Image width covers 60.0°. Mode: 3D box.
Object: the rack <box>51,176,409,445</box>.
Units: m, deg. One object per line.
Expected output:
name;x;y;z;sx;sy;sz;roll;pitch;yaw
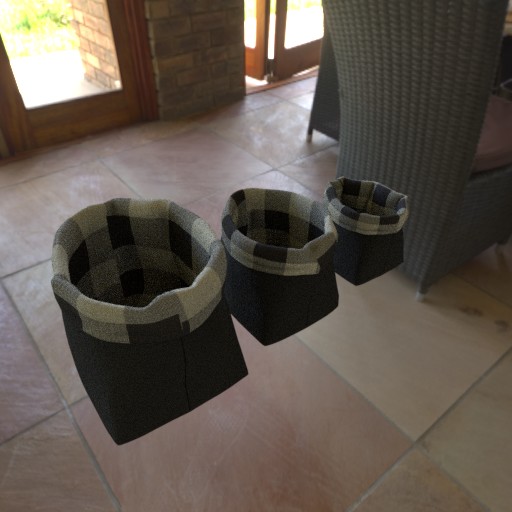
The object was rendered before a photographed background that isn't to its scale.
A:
rack;0.000;0.000;1.040;0.889;0.329;0.370;-24;45;-27
